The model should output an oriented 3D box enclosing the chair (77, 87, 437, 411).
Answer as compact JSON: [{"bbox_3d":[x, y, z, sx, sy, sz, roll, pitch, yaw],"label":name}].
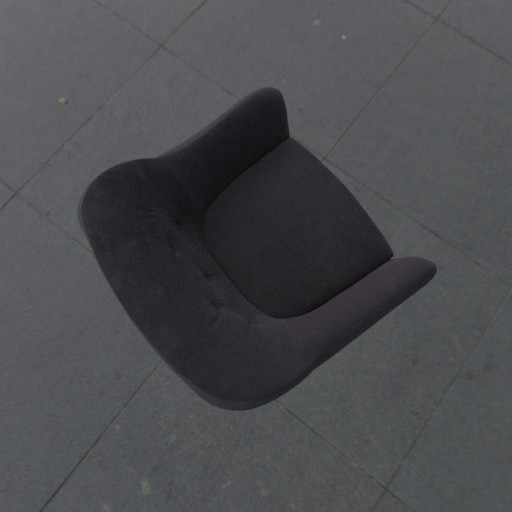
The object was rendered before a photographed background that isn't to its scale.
[{"bbox_3d":[0.000,0.000,1.534,0.819,0.807,0.840,-36,78,-9],"label":"chair"}]
